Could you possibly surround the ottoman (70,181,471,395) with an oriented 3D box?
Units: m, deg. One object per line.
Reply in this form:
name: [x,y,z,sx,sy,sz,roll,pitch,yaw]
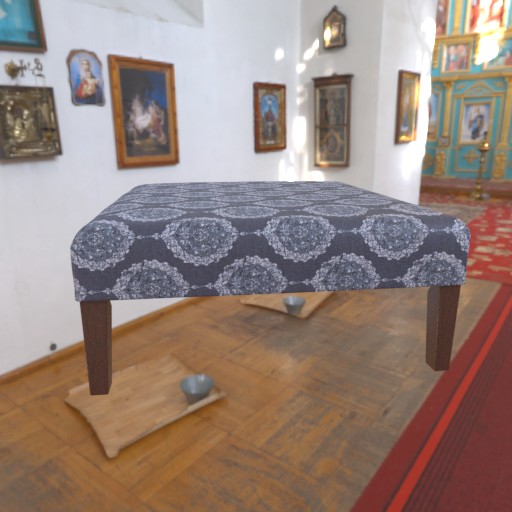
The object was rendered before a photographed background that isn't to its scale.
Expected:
ottoman: [0.000,0.000,1.420,0.890,0.409,0.889,-2,15,-7]
